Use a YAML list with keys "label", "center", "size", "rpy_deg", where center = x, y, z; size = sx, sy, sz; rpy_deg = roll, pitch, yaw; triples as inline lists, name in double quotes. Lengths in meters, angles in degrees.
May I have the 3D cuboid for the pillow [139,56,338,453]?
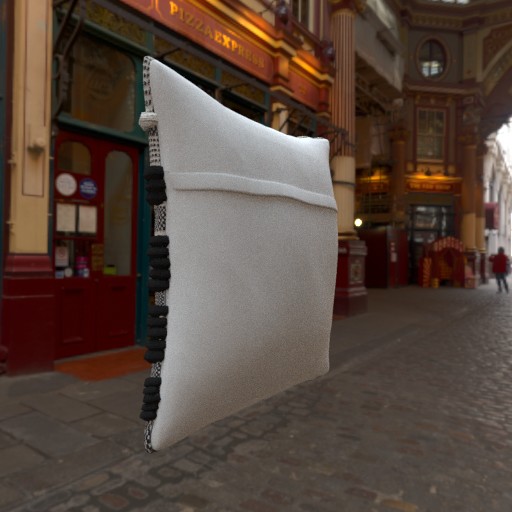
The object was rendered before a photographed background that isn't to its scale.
- label: "pillow"
  center: [0.000, 0.000, 0.660]
  size: [0.156, 0.438, 0.436]
  rpy_deg: [0, 0, 36]
